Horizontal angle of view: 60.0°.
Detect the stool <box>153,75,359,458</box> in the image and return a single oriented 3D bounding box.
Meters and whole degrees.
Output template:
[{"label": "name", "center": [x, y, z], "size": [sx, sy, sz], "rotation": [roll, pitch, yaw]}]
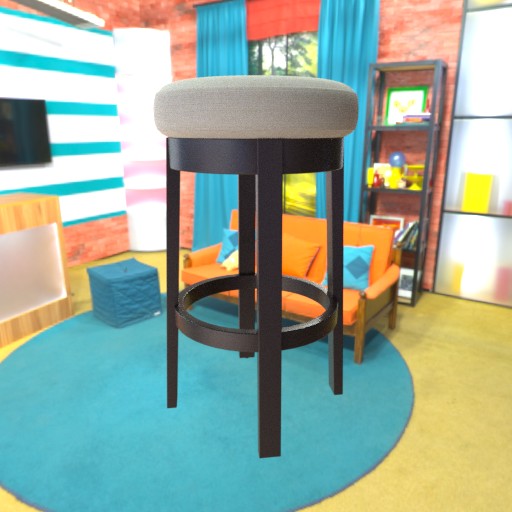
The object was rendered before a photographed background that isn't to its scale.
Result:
[{"label": "stool", "center": [0.000, 0.000, 1.033], "size": [0.446, 0.758, 0.446], "rotation": [0, 16, 0]}]
